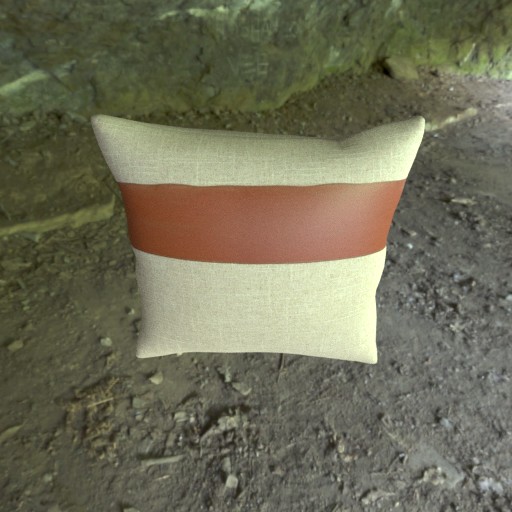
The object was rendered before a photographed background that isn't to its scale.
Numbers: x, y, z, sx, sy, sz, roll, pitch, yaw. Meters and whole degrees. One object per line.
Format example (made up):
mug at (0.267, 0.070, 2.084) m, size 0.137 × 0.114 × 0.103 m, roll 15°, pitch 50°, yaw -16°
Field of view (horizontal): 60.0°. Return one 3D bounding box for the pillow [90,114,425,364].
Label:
pillow at (0.000, 0.000, 0.645) m, size 0.414 × 0.399 × 0.173 m, roll 1°, pitch 30°, yaw 2°
